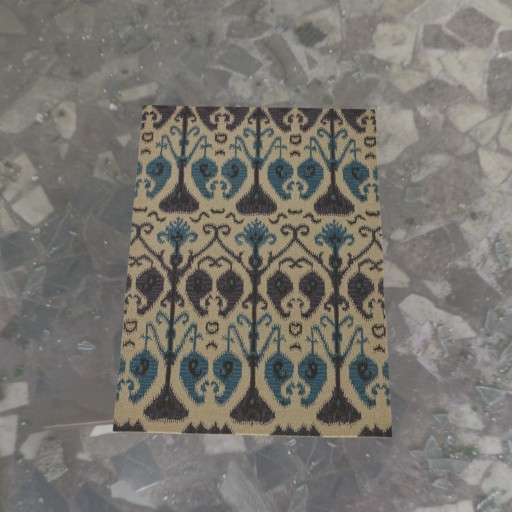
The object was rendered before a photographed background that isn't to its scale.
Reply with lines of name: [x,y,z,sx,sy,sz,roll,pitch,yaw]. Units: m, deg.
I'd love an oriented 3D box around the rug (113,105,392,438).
rug: [0.000,0.000,4.254,2.443,0.024,3.228,1,76,0]
